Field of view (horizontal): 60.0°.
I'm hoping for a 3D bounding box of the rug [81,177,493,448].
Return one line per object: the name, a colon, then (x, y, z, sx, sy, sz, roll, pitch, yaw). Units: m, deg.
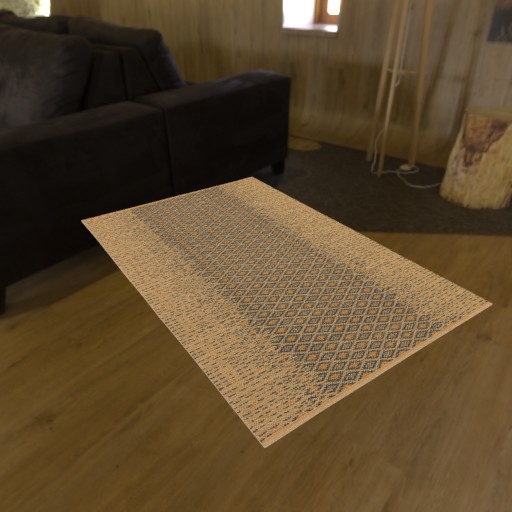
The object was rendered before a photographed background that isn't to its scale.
rug: (0.000, 0.000, 2.257, 1.219, 0.005, 1.828, -20, 37, -29)
